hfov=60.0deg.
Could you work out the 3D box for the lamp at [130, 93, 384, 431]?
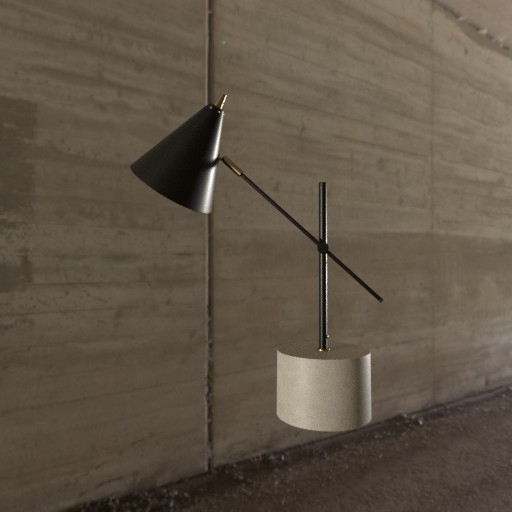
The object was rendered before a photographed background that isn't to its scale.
[{"bbox_3d":[0.000,0.000,0.735,0.403,0.518,0.214,0,-1,19],"label":"lamp"}]
